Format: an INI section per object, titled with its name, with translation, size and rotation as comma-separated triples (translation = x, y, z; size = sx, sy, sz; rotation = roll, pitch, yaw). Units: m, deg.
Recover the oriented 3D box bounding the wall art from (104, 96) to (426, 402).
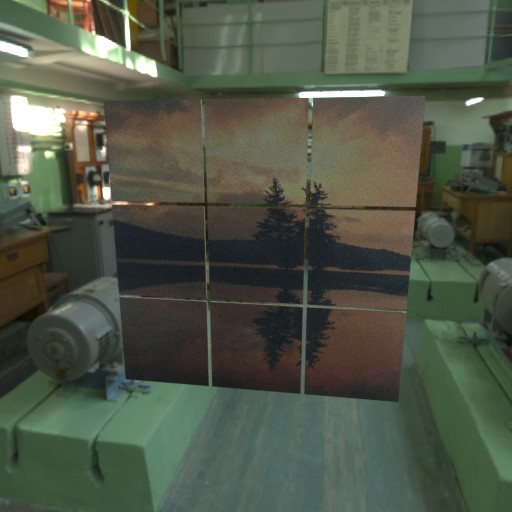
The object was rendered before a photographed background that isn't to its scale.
[wall art]
translation = 0.000, 0.000, 1.813
size = 1.216, 1.218, 0.013
rotation = 2, 14, 9
